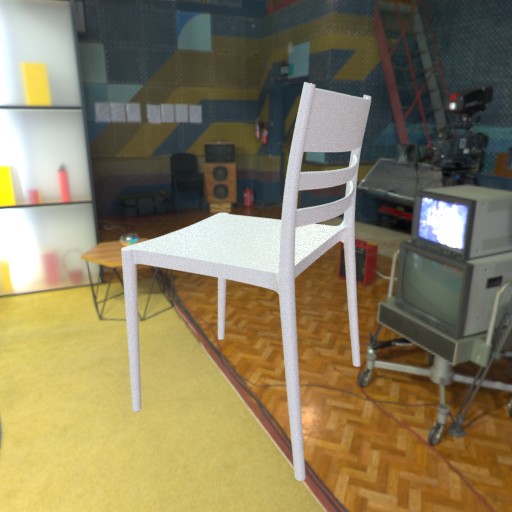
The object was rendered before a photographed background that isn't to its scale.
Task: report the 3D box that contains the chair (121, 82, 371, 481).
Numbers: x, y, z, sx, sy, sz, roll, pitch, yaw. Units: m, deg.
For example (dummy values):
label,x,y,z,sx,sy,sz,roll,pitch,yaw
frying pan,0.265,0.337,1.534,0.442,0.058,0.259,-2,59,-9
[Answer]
label,x,y,z,sx,sy,sz,roll,pitch,yaw
chair,0.000,0.000,1.152,0.511,0.800,0.531,8,19,25
